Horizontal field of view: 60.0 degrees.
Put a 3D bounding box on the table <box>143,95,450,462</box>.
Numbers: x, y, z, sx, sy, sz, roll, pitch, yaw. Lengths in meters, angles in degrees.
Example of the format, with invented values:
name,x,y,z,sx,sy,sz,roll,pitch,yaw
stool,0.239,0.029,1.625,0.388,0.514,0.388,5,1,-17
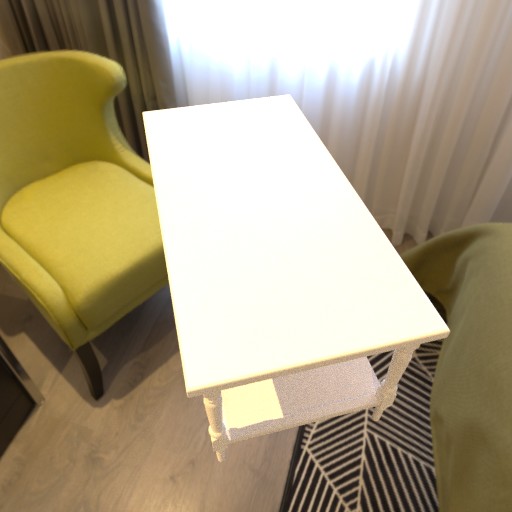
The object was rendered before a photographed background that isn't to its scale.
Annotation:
name,x,y,z,sx,sy,sz,roll,pitch,yaw
table,0.000,0.000,1.426,0.550,0.510,1.107,-10,46,-10
